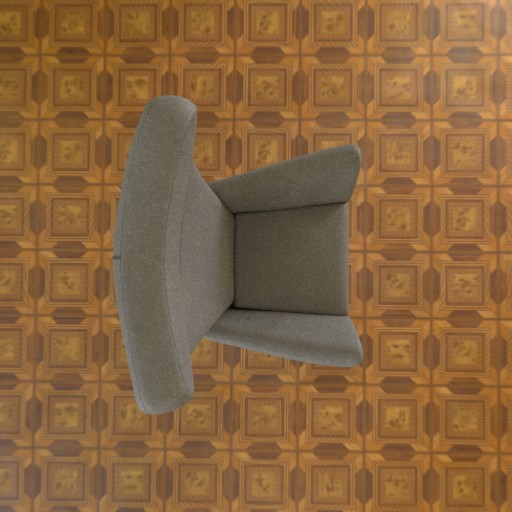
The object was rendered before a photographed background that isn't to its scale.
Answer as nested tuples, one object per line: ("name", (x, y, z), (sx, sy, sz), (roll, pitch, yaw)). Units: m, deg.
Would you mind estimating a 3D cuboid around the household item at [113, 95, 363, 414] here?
("household item", (0.000, 0.000, 1.814), (0.900, 1.050, 0.980), (0, 89, 1))
